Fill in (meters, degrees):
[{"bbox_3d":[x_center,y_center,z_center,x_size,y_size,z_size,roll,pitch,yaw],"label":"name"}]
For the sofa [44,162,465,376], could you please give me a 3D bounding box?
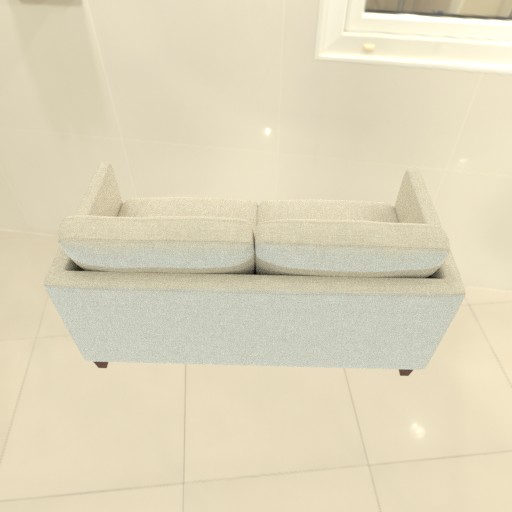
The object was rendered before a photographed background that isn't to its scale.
[{"bbox_3d":[0.000,0.000,2.411,1.838,0.963,0.950,1,47,1],"label":"sofa"}]
